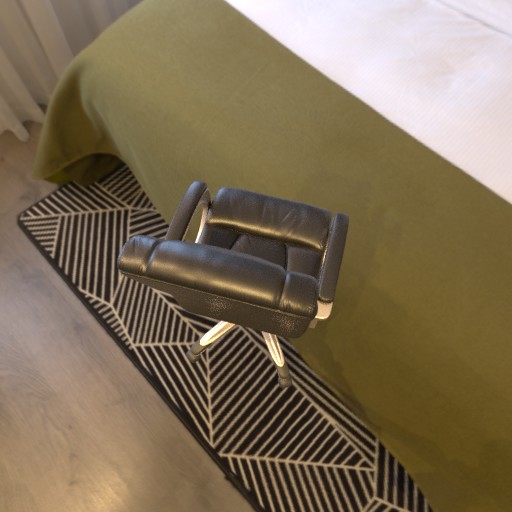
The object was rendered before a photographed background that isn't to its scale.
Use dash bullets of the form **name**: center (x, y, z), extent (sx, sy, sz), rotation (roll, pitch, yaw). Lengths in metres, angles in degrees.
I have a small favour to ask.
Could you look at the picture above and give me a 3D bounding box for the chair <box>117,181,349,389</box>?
- **chair**: center (0.000, 0.000, 1.638), extent (0.700, 1.145, 0.780), rotation (14, 63, 7)
